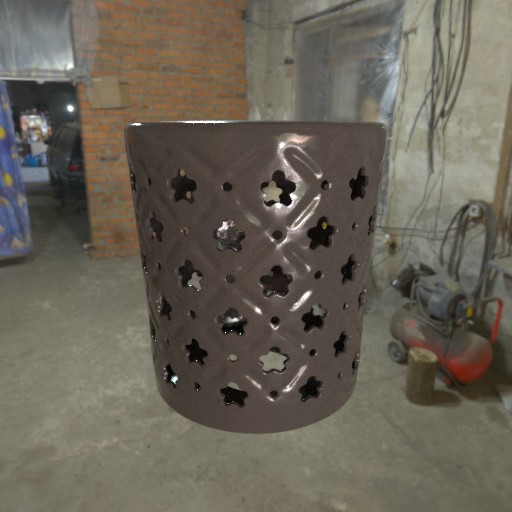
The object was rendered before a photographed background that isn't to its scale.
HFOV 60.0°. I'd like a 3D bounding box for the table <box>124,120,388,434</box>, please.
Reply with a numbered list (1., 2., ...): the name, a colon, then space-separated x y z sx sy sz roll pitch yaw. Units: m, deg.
1. table: 0.000 0.000 0.661 0.352 0.387 0.352 0 17 0
